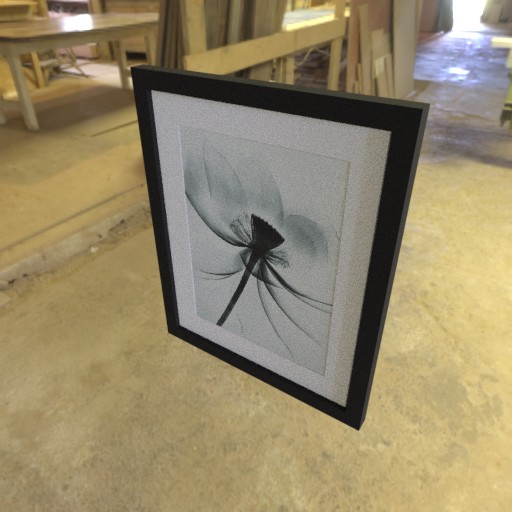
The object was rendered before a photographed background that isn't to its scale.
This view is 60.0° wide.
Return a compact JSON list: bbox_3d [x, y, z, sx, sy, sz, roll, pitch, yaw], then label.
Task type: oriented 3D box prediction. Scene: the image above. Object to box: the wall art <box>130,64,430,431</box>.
[{"bbox_3d":[0.000,0.000,0.751,0.457,0.559,0.029,20,38,28],"label":"wall art"}]
